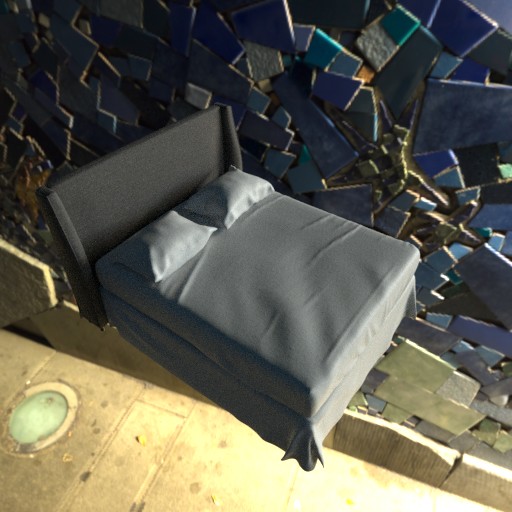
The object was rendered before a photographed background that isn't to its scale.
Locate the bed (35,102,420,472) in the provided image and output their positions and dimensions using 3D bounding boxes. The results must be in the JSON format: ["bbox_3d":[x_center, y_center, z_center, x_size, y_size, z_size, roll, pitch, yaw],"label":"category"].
[{"bbox_3d":[0.000,0.000,3.403,2.276,1.332,1.925,26,47,27],"label":"bed"}]
